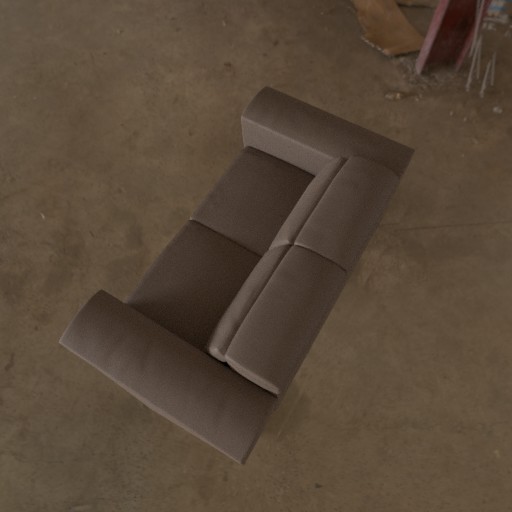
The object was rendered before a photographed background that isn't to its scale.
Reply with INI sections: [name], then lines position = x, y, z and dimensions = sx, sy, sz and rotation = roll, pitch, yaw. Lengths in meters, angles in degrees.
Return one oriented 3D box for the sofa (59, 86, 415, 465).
[sofa]
position = 0.000, 0.000, 2.456
dimensions = 1.003, 0.779, 1.895
rotation = 28, 67, 13
